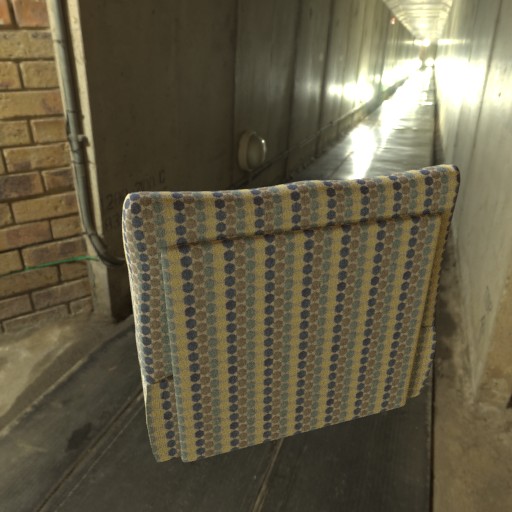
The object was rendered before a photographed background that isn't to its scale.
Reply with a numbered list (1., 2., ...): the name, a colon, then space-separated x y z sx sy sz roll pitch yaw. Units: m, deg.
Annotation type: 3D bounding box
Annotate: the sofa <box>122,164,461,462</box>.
1. sofa: 0.000 0.000 1.652 0.930 0.830 1.000 -8 27 -16
